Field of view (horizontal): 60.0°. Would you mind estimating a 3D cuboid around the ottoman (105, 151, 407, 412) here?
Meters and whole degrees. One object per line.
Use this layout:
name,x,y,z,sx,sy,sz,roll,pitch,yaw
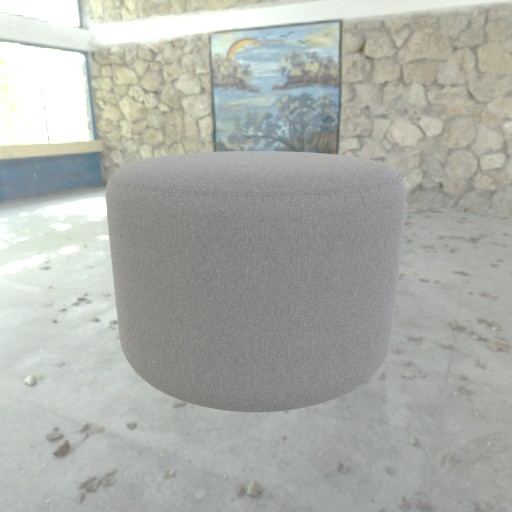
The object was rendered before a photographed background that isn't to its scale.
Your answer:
ottoman,0.000,0.000,0.982,0.608,0.433,0.608,0,17,0
